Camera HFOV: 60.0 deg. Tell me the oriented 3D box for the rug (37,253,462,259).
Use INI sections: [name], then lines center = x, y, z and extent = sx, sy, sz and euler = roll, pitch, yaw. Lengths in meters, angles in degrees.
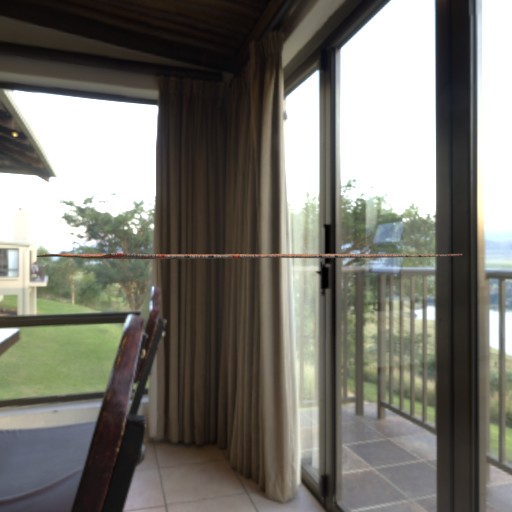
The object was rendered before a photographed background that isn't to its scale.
[rug]
center = 0.000, 0.000, 2.981
extent = 2.439, 0.029, 1.537
euler = 0, 0, -36
